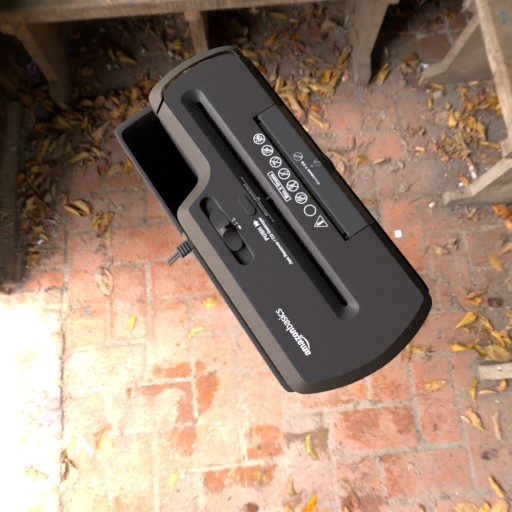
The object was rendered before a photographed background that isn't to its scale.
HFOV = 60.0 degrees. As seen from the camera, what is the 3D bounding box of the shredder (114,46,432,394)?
[{"bbox_3d":[0.000,0.000,0.520,0.170,0.335,0.320,-33,78,-8],"label":"shredder"}]
